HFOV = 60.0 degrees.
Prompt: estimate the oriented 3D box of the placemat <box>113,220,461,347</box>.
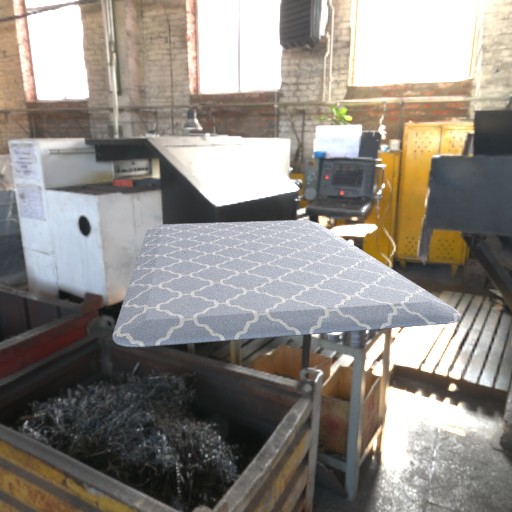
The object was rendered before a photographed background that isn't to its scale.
[{"bbox_3d":[0.000,0.000,0.962,0.508,0.021,0.762,-3,15,-9],"label":"placemat"}]
